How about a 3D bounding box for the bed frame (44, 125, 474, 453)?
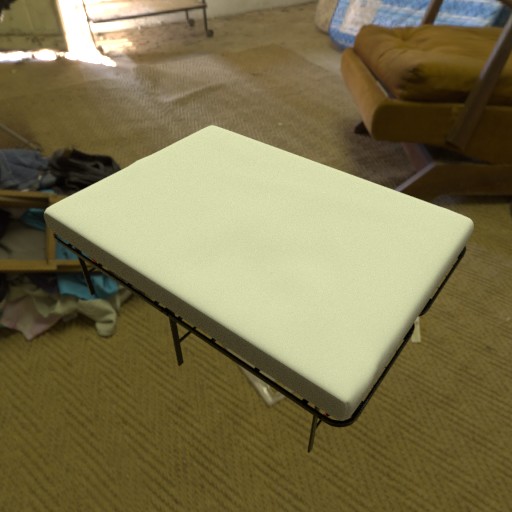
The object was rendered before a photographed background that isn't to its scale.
[{"bbox_3d":[0.000,0.000,2.530,1.905,0.637,1.372,27,48,28],"label":"bed frame"}]
